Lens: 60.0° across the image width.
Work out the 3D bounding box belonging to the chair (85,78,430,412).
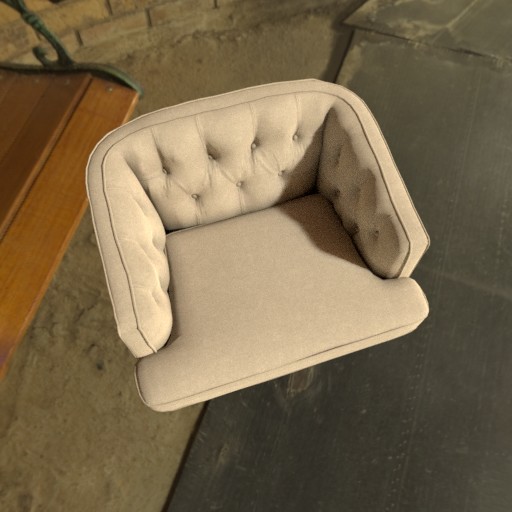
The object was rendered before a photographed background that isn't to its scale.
[{"bbox_3d":[0.000,0.000,1.776,1.104,0.852,0.941,-16,64,-8],"label":"chair"}]
